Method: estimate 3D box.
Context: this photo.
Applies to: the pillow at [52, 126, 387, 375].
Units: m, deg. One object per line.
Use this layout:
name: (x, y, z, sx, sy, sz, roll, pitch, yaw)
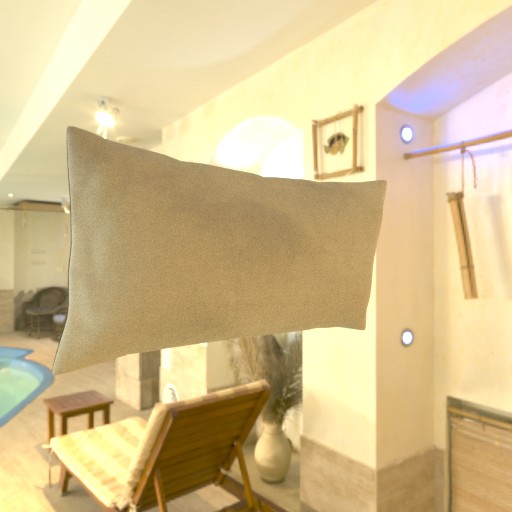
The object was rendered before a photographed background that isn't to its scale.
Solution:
pillow: (0.000, 0.000, 0.725, 0.608, 0.305, 0.156, 0, -1, -37)
